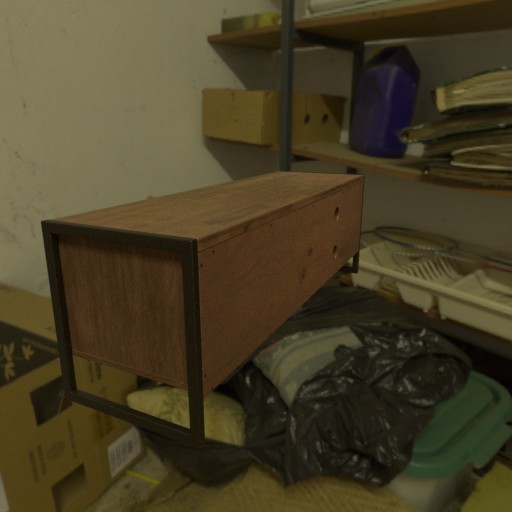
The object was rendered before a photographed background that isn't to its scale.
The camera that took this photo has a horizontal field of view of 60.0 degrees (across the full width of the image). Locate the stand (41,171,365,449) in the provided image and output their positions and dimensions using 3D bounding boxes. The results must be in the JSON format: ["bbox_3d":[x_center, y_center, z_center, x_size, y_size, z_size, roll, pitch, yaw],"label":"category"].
[{"bbox_3d":[0.000,0.000,1.705,0.454,0.506,1.480,8,18,26],"label":"stand"}]
